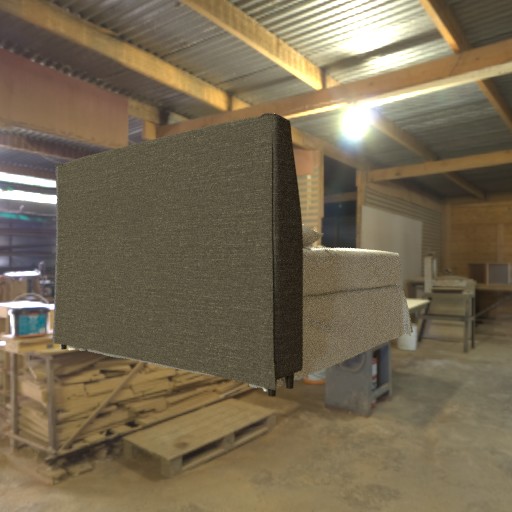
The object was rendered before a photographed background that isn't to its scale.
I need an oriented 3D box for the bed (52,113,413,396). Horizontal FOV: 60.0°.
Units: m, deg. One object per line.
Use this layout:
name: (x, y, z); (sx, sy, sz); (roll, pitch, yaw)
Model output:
bed: (0.000, 0.000, 3.478); (1.925, 1.332, 2.276); (0, -1, 37)
